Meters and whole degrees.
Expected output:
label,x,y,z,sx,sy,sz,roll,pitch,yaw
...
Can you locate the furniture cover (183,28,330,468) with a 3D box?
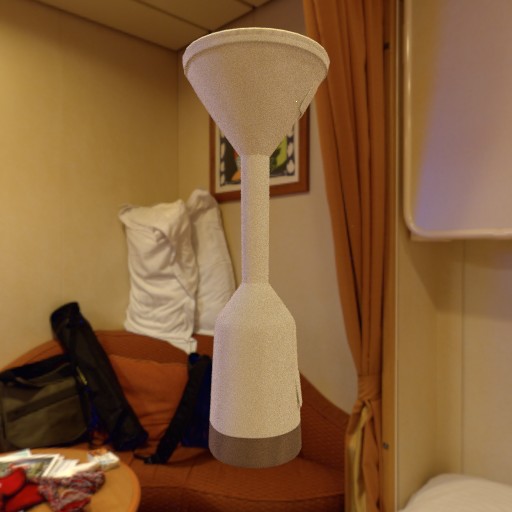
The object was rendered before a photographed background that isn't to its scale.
label,x,y,z,sx,sy,sz,roll,pitch,yaw
furniture cover,0.000,0.000,2.790,0.914,2.413,0.914,0,1,0
